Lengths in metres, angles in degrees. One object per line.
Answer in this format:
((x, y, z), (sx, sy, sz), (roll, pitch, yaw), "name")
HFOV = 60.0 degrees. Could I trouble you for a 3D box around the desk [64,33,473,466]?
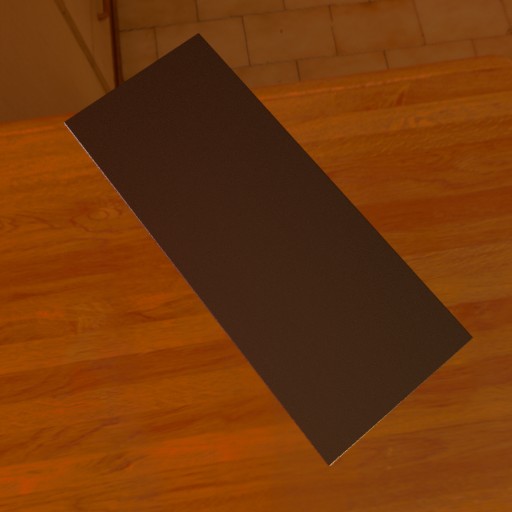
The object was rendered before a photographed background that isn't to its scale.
((0.000, 0.000, 1.629), (0.508, 0.775, 1.220), (-38, 79, -9), "desk")
